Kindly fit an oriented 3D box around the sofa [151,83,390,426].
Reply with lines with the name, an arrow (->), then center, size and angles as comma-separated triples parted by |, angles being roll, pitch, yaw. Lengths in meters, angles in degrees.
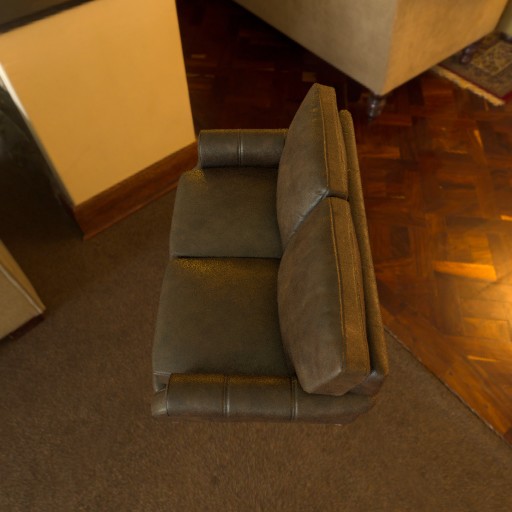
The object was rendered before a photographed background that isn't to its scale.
sofa -> 0.000, 0.000, 2.220 | 0.990, 0.976, 1.616 | 1, 57, 1
